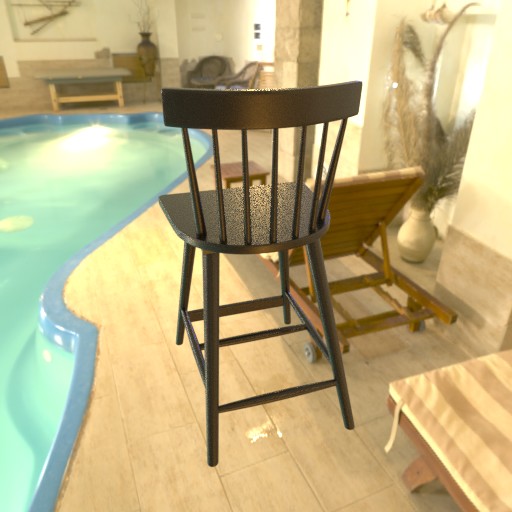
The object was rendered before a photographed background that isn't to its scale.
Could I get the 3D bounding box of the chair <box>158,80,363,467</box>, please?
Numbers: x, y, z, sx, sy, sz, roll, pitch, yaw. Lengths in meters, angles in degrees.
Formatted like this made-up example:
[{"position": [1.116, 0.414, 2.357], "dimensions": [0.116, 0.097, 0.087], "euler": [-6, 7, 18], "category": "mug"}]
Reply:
[{"position": [0.000, 0.000, 1.283], "dimensions": [0.483, 0.952, 0.572], "euler": [-8, 29, -15], "category": "chair"}]
